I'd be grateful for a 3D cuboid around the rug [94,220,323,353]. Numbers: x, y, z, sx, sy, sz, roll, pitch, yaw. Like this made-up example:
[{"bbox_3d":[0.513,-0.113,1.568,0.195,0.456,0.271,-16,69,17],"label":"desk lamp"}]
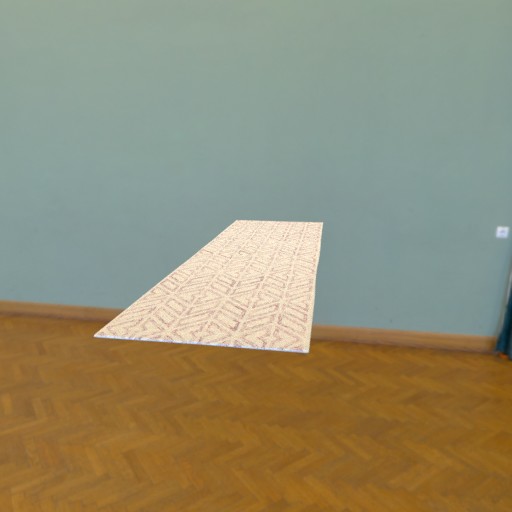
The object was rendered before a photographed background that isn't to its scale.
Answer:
[{"bbox_3d":[0.000,0.000,2.654,0.750,0.009,2.435,2,14,9],"label":"rug"}]
